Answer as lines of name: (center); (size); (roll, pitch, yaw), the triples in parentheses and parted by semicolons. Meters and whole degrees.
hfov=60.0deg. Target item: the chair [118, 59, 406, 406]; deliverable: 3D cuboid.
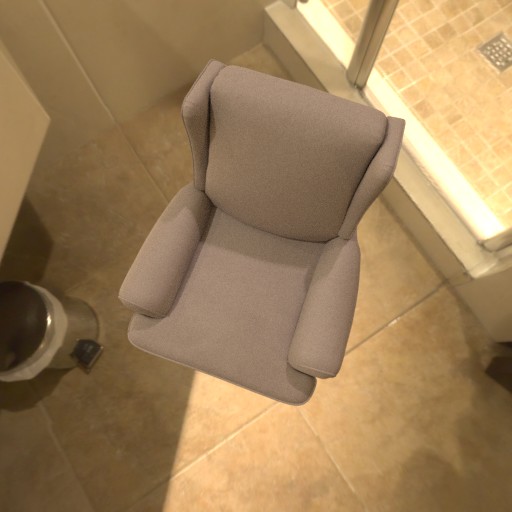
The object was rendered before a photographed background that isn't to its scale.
chair: (0.000, 0.000, 1.722); (0.847, 1.011, 0.969); (19, 77, 4)
